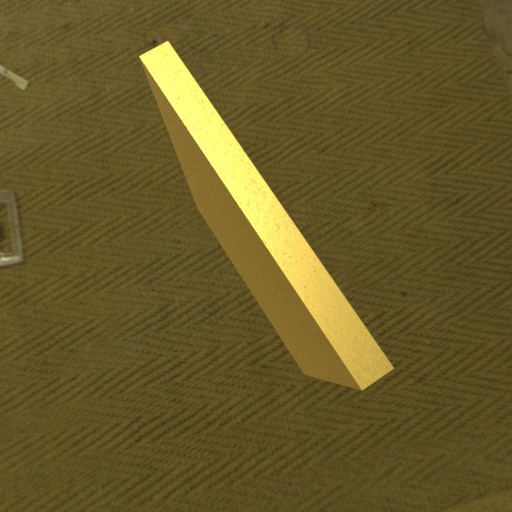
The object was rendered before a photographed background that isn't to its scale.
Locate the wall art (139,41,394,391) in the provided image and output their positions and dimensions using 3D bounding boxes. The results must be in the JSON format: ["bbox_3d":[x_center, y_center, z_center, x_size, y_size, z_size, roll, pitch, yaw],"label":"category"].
[{"bbox_3d":[0.000,0.000,0.887,0.048,0.642,0.537,-32,79,-7],"label":"wall art"}]
